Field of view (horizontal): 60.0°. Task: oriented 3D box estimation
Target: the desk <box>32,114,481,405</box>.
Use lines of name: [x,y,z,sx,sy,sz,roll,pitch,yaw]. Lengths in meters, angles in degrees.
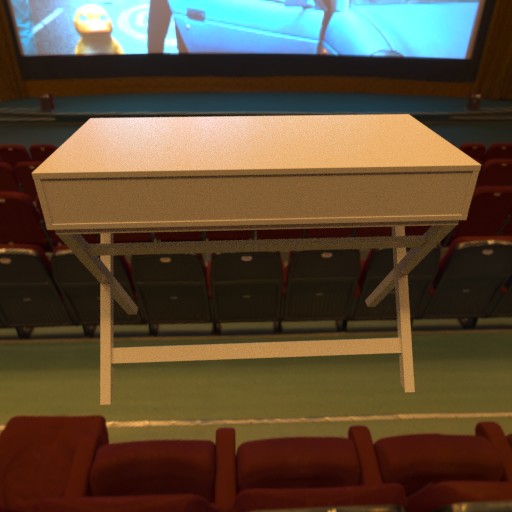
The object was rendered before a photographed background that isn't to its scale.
desk: [0.000,0.000,1.457,1.059,0.780,0.509,-1,31,-2]
